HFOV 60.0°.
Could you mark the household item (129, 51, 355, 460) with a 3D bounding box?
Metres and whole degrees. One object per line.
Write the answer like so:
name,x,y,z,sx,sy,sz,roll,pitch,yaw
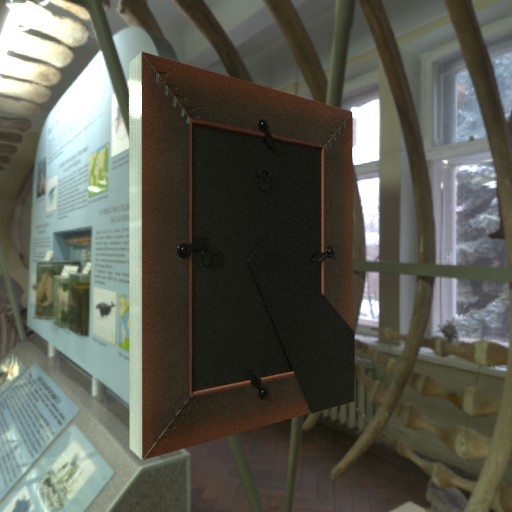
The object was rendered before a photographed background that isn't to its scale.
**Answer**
household item,0.000,0.000,0.291,0.165,0.216,0.025,0,0,-36
